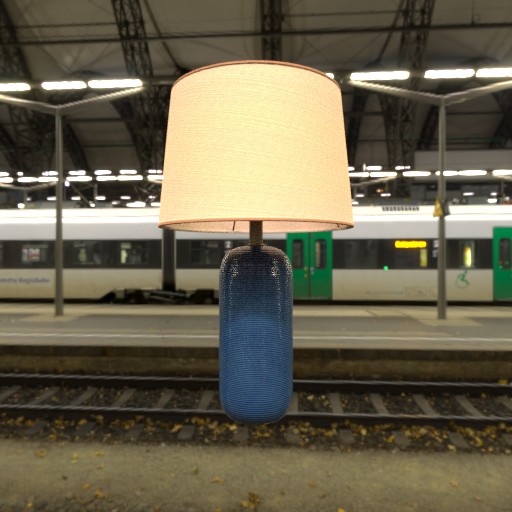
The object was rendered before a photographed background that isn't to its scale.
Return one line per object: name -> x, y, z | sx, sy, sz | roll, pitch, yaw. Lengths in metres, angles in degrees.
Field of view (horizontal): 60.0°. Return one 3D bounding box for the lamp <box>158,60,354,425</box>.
lamp -> 0.000, 0.000, 0.849 | 0.367, 0.609, 0.367 | 0, 0, 0
